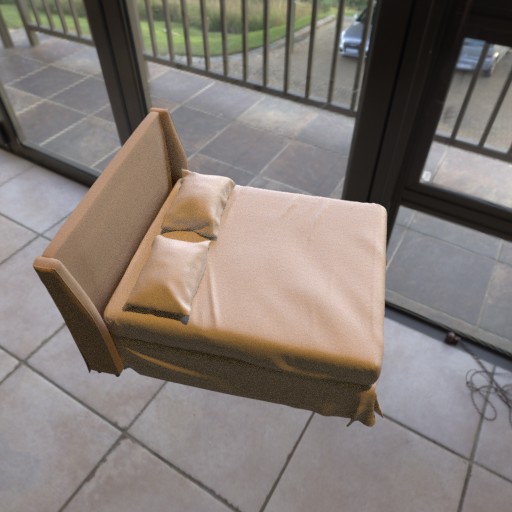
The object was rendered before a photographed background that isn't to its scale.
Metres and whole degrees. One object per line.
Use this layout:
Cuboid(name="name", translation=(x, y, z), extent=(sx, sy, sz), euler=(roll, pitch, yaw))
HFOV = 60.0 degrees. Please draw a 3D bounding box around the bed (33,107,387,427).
Cuboid(name="bed", translation=(0.000, 0.000, 3.503), extent=(2.276, 1.332, 1.925), euler=(9, 48, 9))
